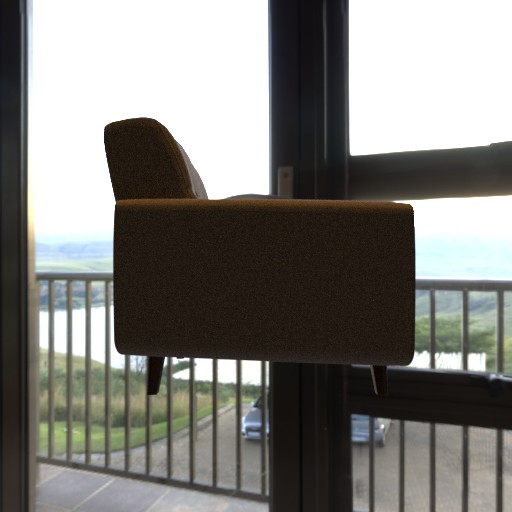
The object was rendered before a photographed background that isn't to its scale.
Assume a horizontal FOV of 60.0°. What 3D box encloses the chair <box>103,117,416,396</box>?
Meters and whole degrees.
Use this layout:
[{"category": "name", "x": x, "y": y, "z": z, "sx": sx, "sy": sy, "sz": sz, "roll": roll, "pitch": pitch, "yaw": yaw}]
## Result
[{"category": "chair", "x": 0.000, "y": 0.000, "z": 1.587, "sx": 0.907, "sy": 0.839, "sz": 0.831, "roll": 0, "pitch": 0, "yaw": 0}]
